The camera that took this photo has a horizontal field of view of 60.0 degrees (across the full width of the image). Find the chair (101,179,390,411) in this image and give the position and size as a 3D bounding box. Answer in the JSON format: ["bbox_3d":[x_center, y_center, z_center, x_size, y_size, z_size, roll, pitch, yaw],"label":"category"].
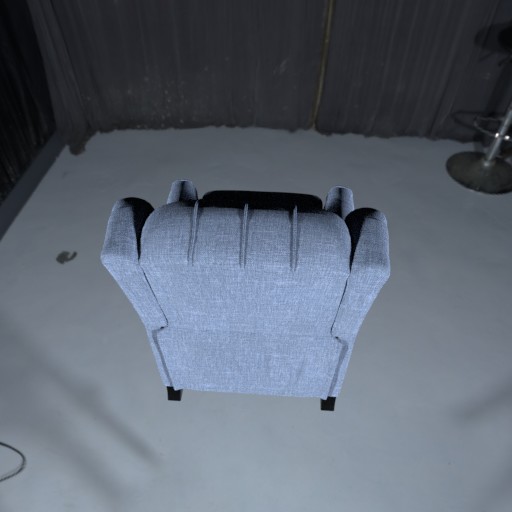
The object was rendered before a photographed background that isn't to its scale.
[{"bbox_3d":[0.000,0.000,1.628,0.742,1.035,0.898,3,47,3],"label":"chair"}]
